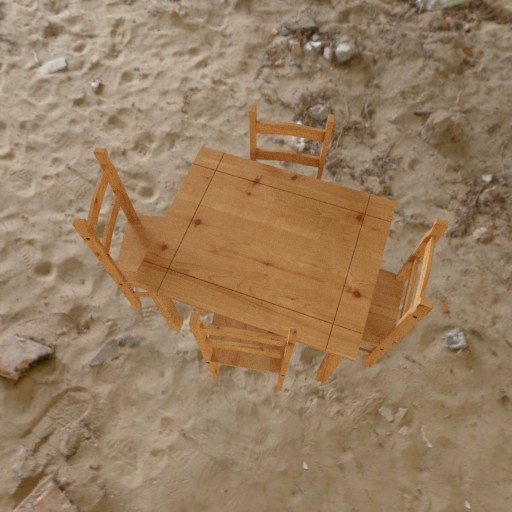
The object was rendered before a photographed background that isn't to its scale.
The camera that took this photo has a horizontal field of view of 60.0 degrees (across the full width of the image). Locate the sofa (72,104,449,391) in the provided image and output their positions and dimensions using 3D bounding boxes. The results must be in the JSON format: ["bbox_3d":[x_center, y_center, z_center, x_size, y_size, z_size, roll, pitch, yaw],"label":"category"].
[{"bbox_3d":[0.000,0.000,2.253,1.529,1.000,1.144,18,65,8],"label":"sofa"}]
